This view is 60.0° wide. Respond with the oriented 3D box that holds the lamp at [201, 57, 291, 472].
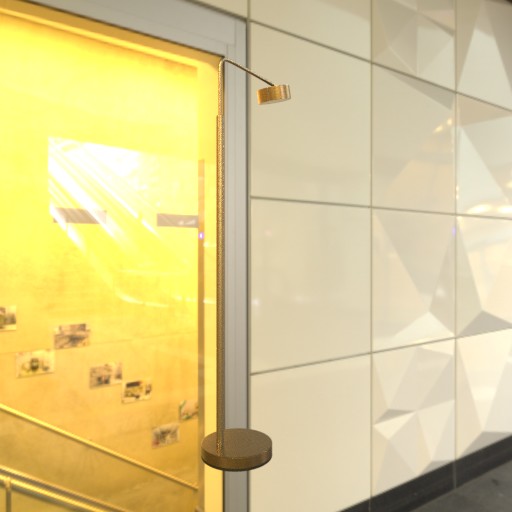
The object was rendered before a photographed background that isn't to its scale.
[{"bbox_3d":[0.000,0.000,1.450,0.219,1.230,0.418,0,0,37],"label":"lamp"}]
